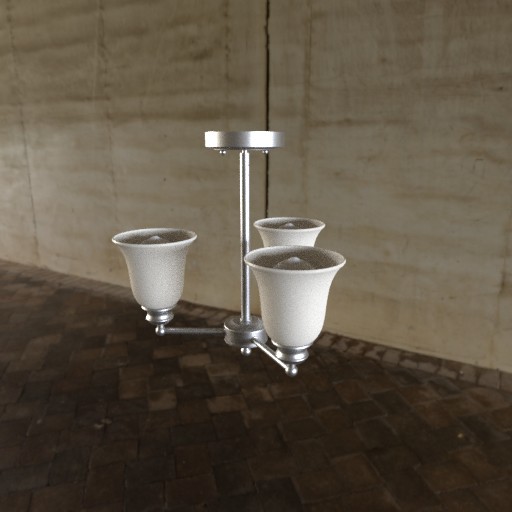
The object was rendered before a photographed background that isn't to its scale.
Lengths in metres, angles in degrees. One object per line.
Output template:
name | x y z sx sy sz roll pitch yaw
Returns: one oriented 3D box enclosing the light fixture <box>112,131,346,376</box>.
light fixture | 0.000 0.000 0.686 0.388 0.370 0.354 -7 16 -26
